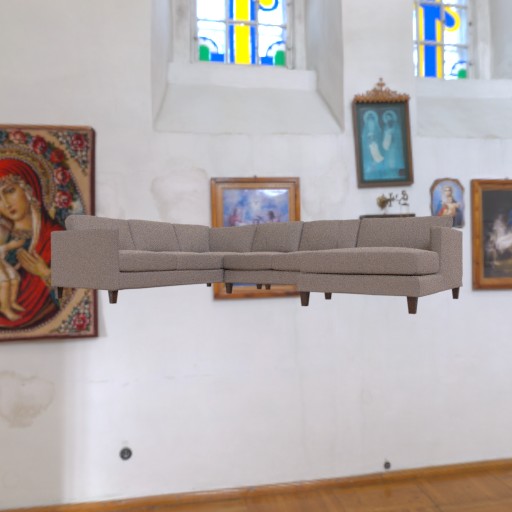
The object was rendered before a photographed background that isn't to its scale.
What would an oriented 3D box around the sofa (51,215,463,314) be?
[{"bbox_3d":[0.000,0.000,4.494,3.438,0.865,2.424,0,0,36],"label":"sofa"}]
